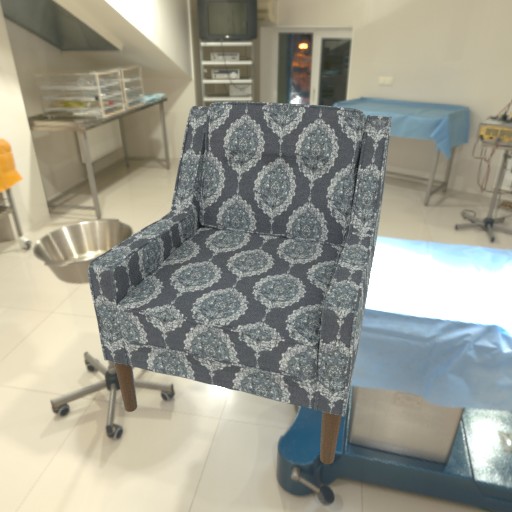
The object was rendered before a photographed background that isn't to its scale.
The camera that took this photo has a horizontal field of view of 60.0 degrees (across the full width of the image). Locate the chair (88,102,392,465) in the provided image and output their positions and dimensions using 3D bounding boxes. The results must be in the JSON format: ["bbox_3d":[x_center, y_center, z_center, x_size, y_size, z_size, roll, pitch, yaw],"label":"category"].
[{"bbox_3d":[0.000,0.000,1.311,0.663,0.792,0.743,8,29,16],"label":"chair"}]
